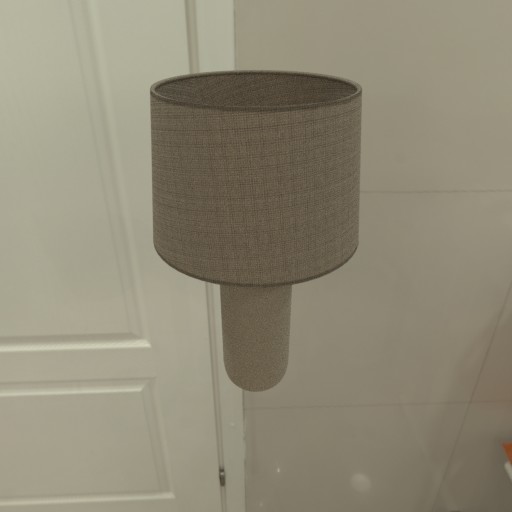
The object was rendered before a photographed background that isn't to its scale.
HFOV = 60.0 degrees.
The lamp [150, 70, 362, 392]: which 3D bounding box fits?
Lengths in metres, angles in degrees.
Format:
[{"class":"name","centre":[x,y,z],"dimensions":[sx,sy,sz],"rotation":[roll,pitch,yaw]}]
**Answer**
[{"class":"lamp","centre":[0.000,0.000,0.834],"dimensions":[0.367,0.609,0.367],"rotation":[0,30,0]}]
